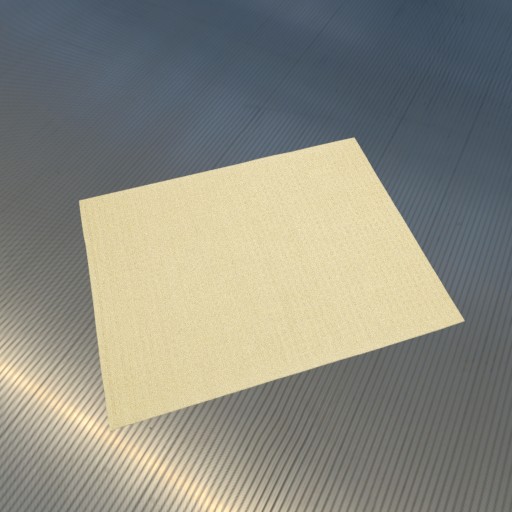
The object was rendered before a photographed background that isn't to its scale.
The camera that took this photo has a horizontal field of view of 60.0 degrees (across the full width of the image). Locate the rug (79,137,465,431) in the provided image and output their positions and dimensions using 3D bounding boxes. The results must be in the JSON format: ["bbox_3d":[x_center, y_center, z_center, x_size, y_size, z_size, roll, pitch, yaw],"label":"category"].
[{"bbox_3d":[0.000,0.000,4.376,3.204,0.016,2.452,-15,60,-9],"label":"rug"}]
